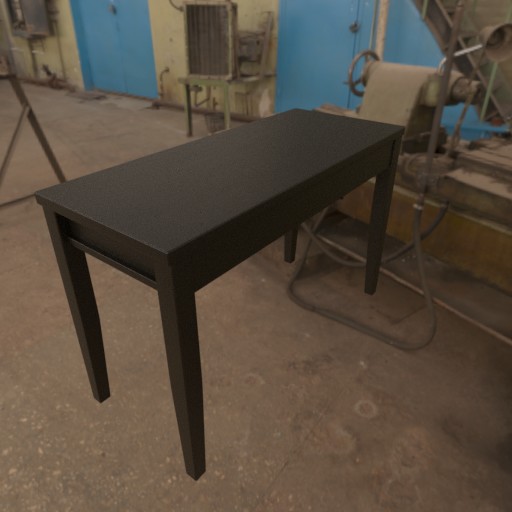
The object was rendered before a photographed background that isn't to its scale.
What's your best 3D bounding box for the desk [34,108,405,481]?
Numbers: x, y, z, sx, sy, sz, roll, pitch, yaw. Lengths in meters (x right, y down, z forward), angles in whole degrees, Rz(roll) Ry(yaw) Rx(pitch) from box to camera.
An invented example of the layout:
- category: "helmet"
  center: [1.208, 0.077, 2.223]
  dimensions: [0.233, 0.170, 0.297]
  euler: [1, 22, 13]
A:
- category: "desk"
  center: [0.000, 0.000, 1.622]
  dimensions: [0.508, 0.775, 1.220]
  euler: [22, 37, 32]
